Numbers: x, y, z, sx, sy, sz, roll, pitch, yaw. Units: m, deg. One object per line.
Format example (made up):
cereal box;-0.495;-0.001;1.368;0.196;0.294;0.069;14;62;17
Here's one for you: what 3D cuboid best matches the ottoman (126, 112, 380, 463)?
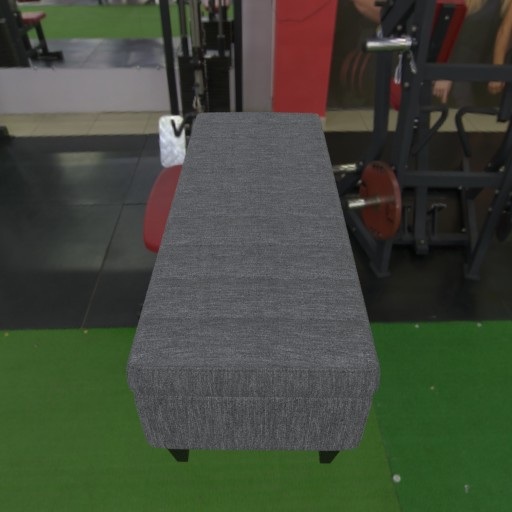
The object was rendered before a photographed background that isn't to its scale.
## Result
ottoman;0.000;0.000;1.362;0.482;0.469;1.151;0;40;1
